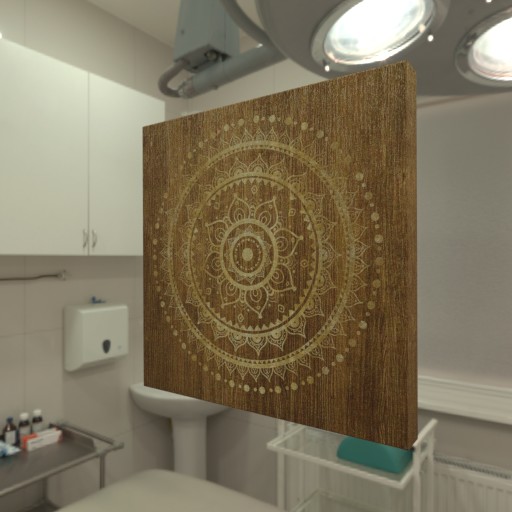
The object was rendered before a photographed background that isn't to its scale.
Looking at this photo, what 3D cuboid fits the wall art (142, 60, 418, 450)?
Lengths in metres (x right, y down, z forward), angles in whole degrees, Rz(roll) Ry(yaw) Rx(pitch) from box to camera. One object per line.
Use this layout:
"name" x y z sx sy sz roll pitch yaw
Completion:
"wall art" 0.000 0.000 0.586 0.406 0.403 0.039 0 0 35
